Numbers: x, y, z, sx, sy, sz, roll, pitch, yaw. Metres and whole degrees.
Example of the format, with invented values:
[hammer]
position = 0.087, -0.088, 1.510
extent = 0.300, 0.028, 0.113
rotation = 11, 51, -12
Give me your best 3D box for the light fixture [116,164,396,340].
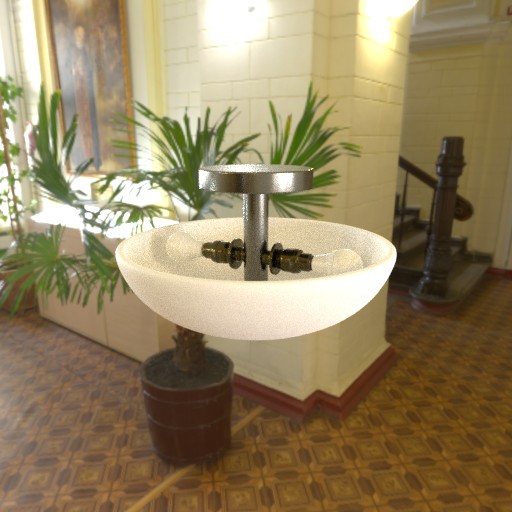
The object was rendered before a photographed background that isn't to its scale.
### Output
[light fixture]
position = 0.000, 0.000, 0.548
extent = 0.330, 0.214, 0.330
rotation = 0, 15, 0
